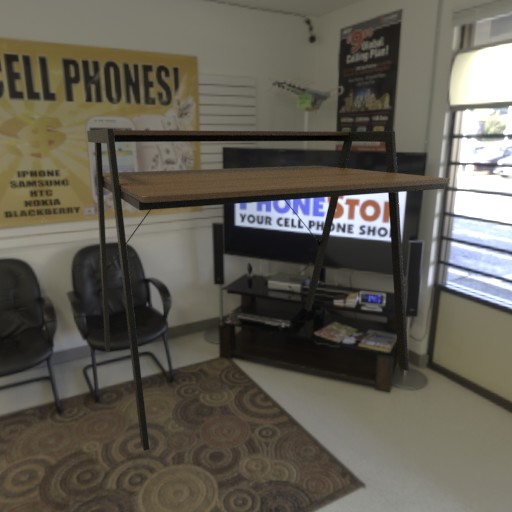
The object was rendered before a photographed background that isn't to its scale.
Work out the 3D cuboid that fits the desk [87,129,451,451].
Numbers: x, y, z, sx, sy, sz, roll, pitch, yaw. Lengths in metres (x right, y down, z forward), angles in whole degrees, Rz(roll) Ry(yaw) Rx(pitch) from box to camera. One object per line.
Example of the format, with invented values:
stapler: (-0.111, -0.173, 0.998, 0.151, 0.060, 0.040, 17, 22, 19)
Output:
desk: (0.000, 0.000, 1.832, 1.143, 0.998, 0.936, -7, 17, -26)
